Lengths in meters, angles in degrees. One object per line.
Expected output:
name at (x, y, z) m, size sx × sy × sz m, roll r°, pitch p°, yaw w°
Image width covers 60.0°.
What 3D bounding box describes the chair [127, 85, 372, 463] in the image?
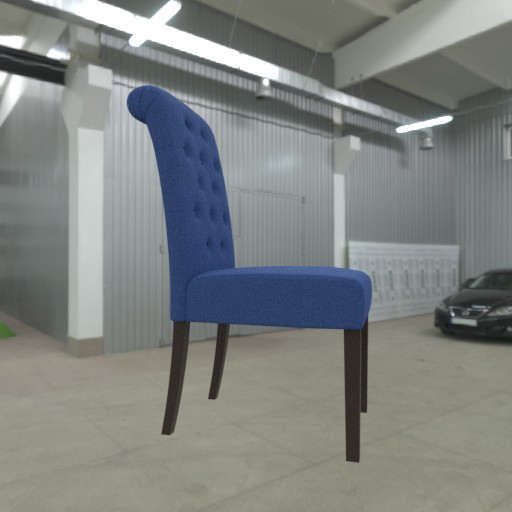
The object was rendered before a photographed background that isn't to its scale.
chair at (0.000, 0.000, 1.360) m, size 0.671 × 1.006 × 0.456 m, roll 0°, pitch -1°, yaw 17°
